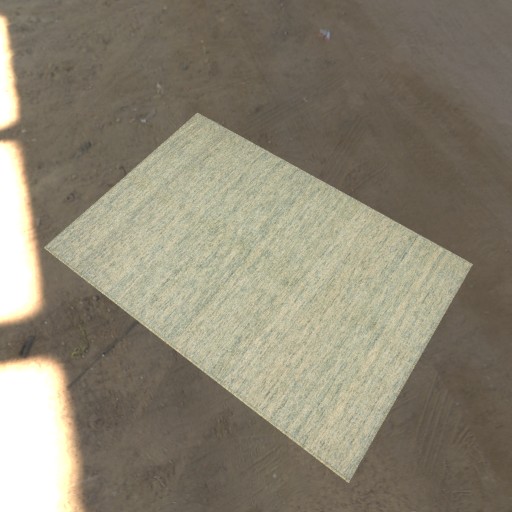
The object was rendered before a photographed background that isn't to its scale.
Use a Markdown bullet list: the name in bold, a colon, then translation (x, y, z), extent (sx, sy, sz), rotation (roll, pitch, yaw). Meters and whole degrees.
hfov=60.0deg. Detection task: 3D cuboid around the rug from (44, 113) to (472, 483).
- **rug**: translation (0.000, 0.000, 2.305), extent (1.850, 0.015, 1.250), rotation (33, 65, 17)
